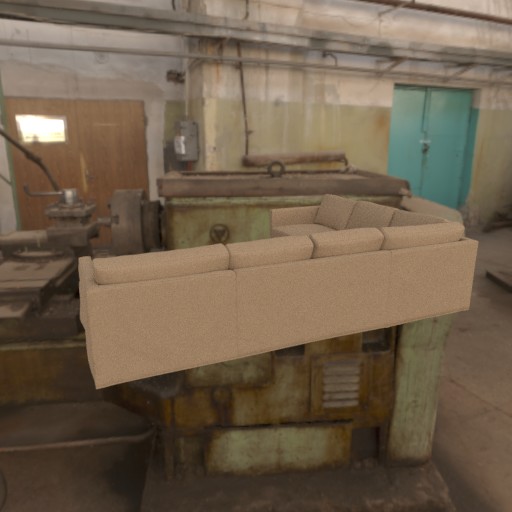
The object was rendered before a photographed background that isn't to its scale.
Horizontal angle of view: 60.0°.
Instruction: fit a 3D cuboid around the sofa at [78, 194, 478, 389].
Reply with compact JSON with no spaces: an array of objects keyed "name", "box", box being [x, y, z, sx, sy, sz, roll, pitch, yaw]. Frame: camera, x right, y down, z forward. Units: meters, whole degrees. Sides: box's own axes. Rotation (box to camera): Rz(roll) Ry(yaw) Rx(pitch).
[{"name":"sofa","box":[0.000,0.000,4.559,3.460,0.882,2.427,-7,17,-23]}]
